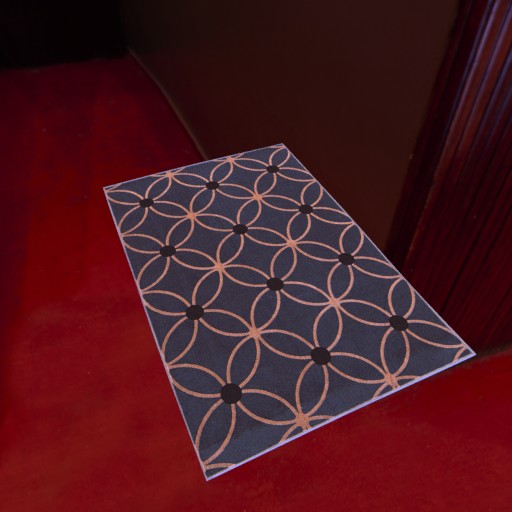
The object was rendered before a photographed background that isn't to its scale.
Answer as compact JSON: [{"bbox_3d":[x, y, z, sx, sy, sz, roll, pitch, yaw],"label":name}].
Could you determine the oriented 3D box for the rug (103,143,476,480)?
[{"bbox_3d":[0.000,0.000,2.847,1.522,0.008,2.284,-18,48,-17],"label":"rug"}]
